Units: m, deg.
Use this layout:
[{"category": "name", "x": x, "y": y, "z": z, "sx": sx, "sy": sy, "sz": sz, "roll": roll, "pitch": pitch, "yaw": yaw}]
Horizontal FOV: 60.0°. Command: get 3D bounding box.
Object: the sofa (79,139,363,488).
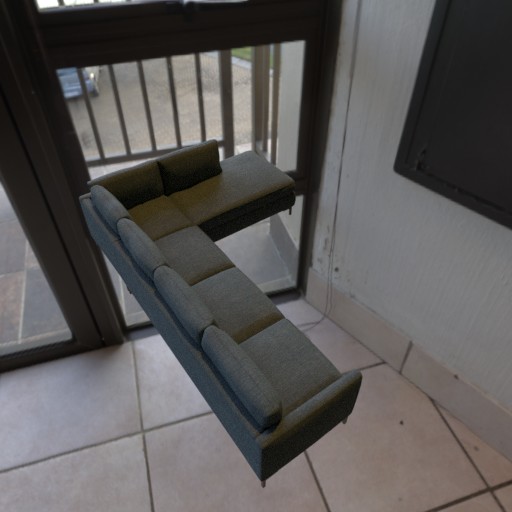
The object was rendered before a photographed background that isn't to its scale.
[{"category": "sofa", "x": 0.000, "y": 0.000, "z": 3.829, "sx": 2.007, "sy": 0.815, "sz": 2.949, "roll": -26, "pitch": 49, "yaw": -25}]
